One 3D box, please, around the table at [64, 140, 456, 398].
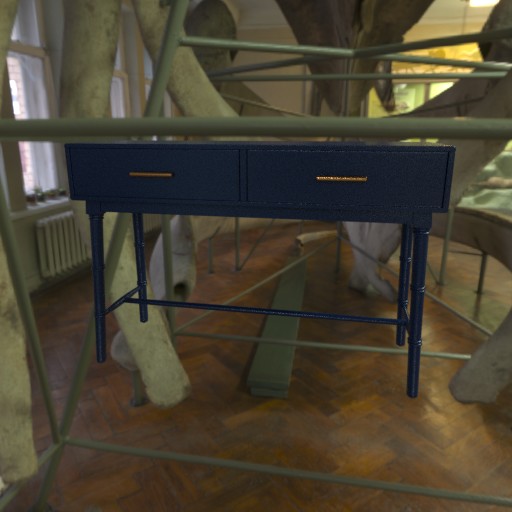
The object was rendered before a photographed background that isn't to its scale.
[{"bbox_3d":[0.000,0.000,1.511,1.118,0.749,0.399,3,16,11],"label":"table"}]
